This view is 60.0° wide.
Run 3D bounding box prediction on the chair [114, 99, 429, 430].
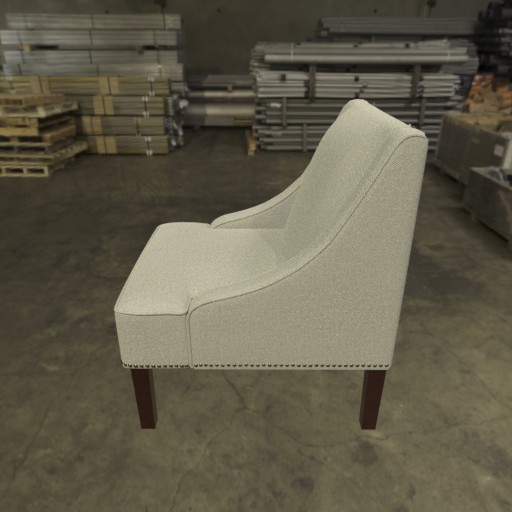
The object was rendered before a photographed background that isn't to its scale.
[{"bbox_3d":[0.000,0.000,1.393,0.748,0.872,0.628,0,26,0],"label":"chair"}]
